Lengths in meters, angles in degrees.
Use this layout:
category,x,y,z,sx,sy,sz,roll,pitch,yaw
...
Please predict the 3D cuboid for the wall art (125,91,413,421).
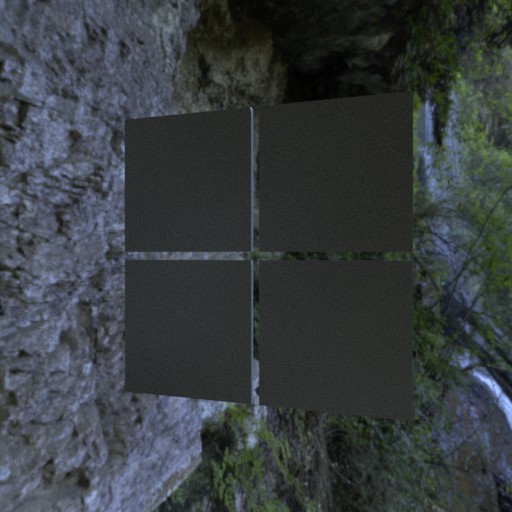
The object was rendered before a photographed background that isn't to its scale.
category,x,y,z,sx,sy,sz,roll,pitch,yaw
wall art,0.000,0.000,1.675,1.118,1.118,0.029,0,0,17
